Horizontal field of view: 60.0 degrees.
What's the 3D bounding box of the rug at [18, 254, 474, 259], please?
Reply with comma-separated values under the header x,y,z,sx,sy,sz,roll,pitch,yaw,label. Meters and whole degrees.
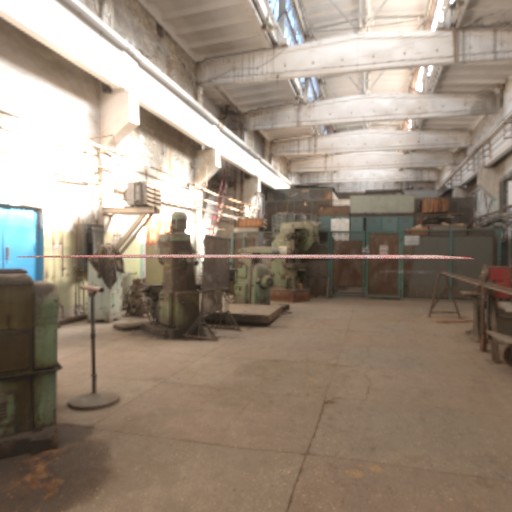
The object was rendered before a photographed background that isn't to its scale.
x,y,z,sx,sy,sz,roll,pitch,yaw,label
0.000,0.000,2.249,1.829,0.006,1.219,0,1,17,rug
